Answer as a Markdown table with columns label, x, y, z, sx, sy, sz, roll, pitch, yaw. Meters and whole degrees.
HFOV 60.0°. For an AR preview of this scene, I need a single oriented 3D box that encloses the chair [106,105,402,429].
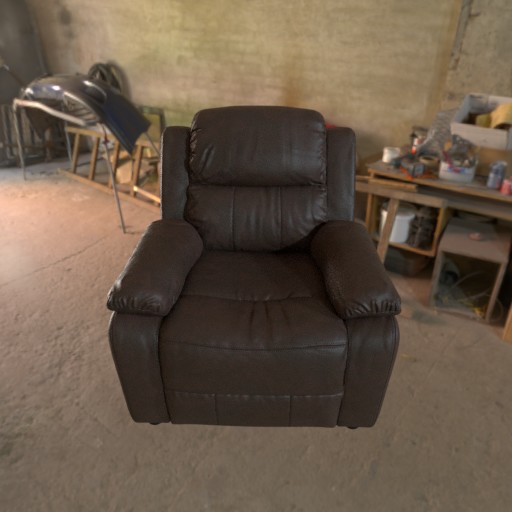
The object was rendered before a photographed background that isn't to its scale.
| label | x | y | z | sx | sy | sz | roll | pitch | yaw |
| --- | --- | --- | --- | --- | --- | --- | --- | --- | --- |
| chair | 0.000 | 0.000 | 1.252 | 0.680 | 0.702 | 0.707 | 1 | 30 | 1 |
